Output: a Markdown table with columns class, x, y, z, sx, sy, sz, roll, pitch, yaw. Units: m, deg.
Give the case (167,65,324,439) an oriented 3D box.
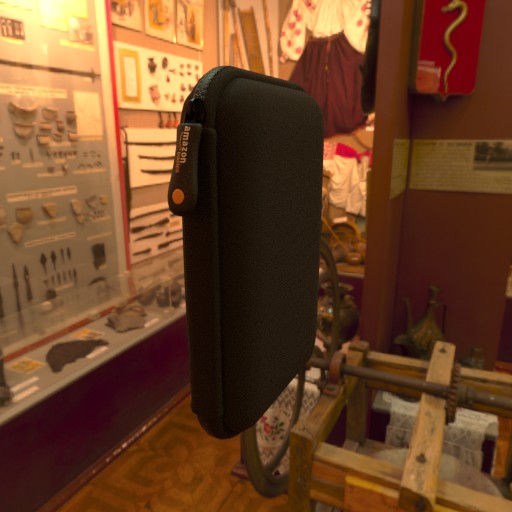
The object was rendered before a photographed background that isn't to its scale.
| class | x | y | z | sx | sy | sz | roll | pitch | yaw |
| --- | --- | --- | --- | --- | --- | --- | --- | --- | --- |
| case | 0.000 | 0.000 | 0.192 | 0.030 | 0.147 | 0.107 | 8 | 17 | 27 |
